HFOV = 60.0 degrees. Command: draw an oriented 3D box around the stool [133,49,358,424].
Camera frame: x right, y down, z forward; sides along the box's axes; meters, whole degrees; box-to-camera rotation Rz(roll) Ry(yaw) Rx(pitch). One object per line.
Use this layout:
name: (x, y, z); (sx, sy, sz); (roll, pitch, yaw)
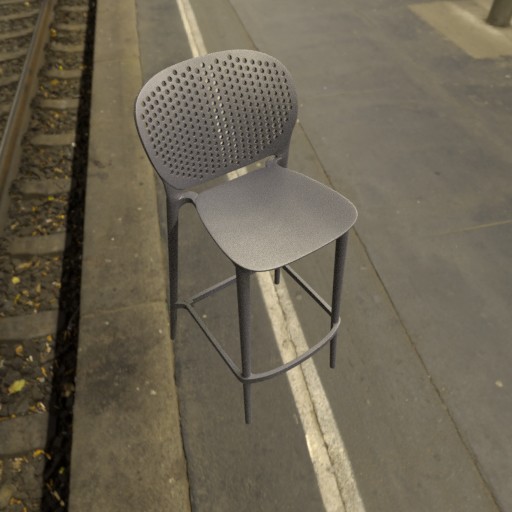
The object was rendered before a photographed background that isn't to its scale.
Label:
stool: (0.000, 0.000, 1.376); (0.536, 1.045, 0.535); (-26, 52, -22)
